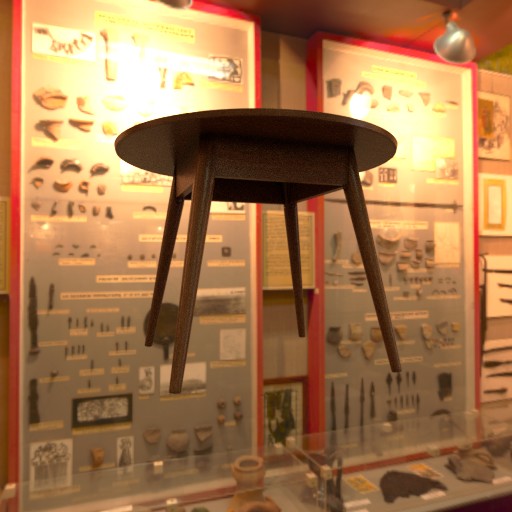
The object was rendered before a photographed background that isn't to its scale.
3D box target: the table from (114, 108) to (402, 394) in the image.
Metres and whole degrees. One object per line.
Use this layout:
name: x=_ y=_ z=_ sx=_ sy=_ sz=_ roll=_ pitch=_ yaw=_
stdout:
table: x=0.000 y=0.000 z=1.720 sx=1.053 sy=0.786 sz=1.053 roll=0 pitch=-1 yaw=0
